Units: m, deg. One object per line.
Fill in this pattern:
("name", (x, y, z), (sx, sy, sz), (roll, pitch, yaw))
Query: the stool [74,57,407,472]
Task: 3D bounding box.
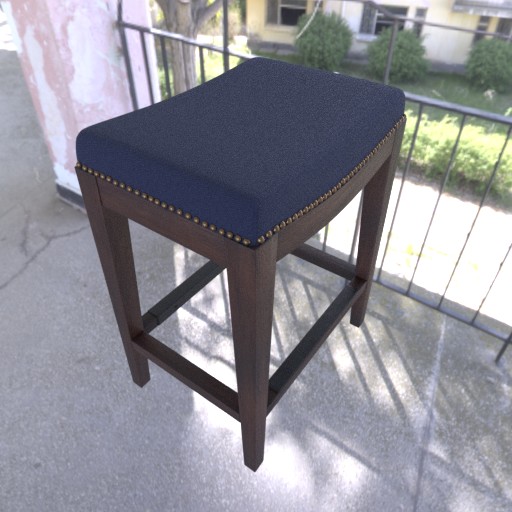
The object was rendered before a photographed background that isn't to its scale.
("stool", (0.000, 0.000, 0.927), (0.361, 0.642, 0.500), (25, 47, 27))
